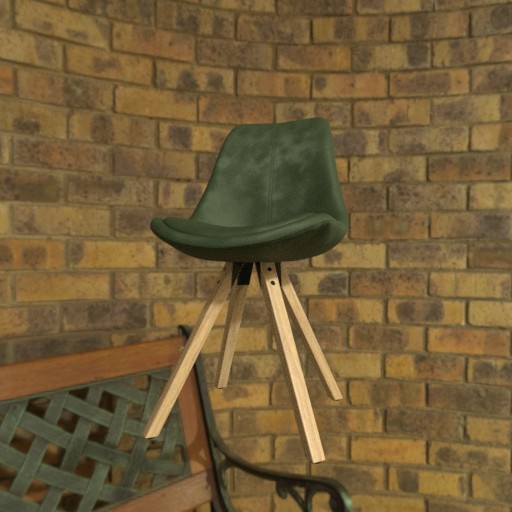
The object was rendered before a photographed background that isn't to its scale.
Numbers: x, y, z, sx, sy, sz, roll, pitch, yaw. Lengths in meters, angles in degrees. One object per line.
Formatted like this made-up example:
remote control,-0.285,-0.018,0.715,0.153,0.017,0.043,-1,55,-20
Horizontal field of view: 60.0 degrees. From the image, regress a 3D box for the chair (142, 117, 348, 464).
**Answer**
chair,0.000,0.000,1.196,0.483,0.865,0.547,0,1,18
